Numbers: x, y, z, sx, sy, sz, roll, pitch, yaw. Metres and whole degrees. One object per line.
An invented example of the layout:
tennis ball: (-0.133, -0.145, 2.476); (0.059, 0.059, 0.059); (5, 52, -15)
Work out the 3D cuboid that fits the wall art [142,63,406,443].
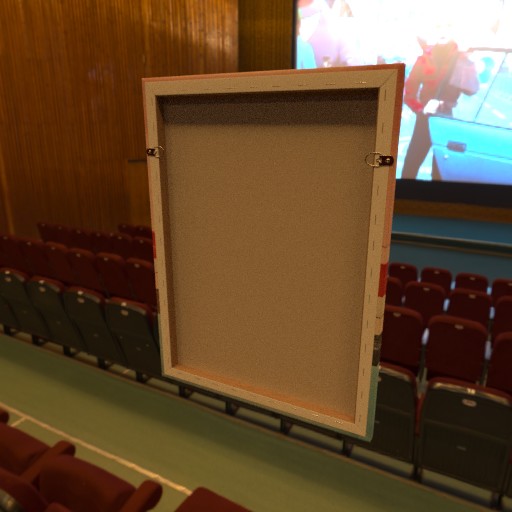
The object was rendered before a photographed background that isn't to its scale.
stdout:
wall art: (0.000, 0.000, 1.320); (0.761, 1.016, 0.039); (9, 19, 27)
